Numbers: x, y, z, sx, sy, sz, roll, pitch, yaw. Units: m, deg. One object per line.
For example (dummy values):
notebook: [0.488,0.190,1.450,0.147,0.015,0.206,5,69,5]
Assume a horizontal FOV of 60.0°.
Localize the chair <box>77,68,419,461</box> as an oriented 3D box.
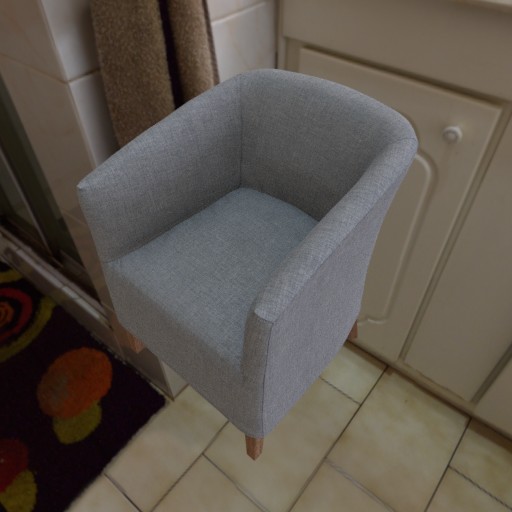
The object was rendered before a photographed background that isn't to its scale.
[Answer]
chair: [0.000,0.000,1.246,0.600,0.771,0.668,32,54,27]
